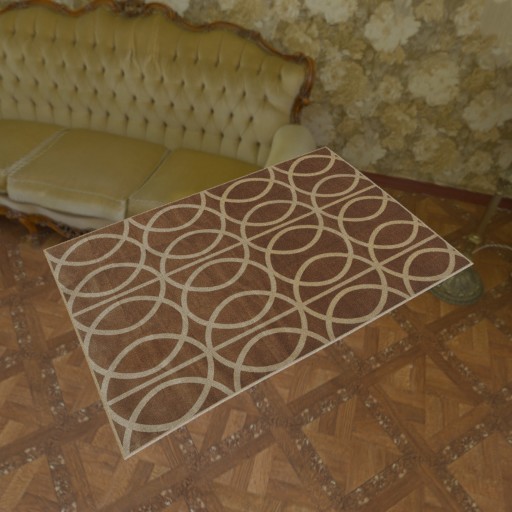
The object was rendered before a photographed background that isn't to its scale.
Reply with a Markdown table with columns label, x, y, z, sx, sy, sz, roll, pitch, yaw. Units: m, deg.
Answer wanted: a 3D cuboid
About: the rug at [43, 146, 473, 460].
| label | x | y | z | sx | sy | sz | roll | pitch | yaw |
| --- | --- | --- | --- | --- | --- | --- | --- | --- | --- |
| rug | 0.000 | 0.000 | 2.822 | 2.294 | 0.014 | 1.528 | -24 | 51 | -21 |
